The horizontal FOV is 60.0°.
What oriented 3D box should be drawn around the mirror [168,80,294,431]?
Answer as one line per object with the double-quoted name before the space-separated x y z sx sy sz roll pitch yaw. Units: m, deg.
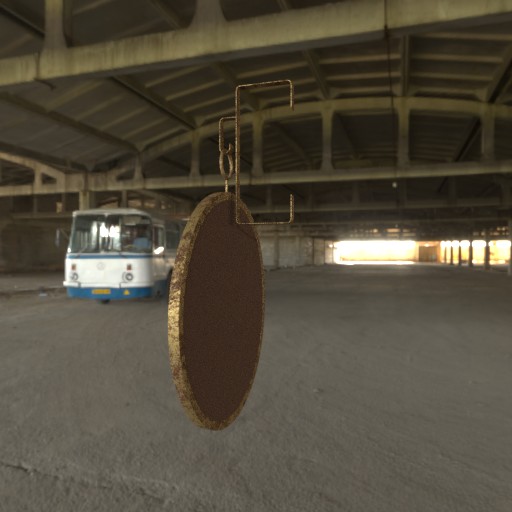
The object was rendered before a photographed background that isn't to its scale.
"mirror" 0.000 0.000 0.848 0.144 0.651 0.447 0 0 18
